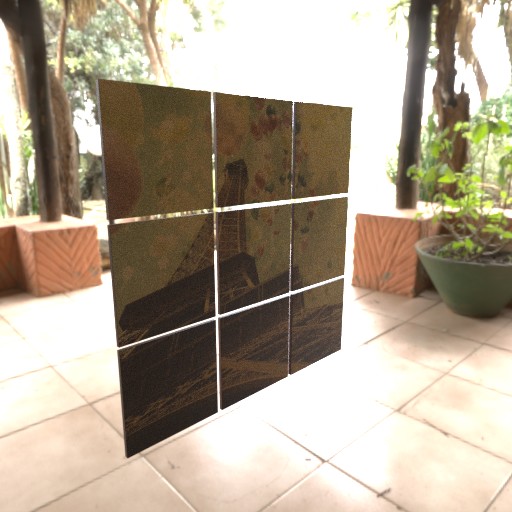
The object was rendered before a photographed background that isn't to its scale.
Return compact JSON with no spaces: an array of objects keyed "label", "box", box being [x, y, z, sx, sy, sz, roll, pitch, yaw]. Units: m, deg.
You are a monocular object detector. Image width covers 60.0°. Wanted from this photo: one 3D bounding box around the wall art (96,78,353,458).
[{"label":"wall art","box":[0.000,0.000,1.831,1.256,1.246,0.017,-13,18,-42]}]
